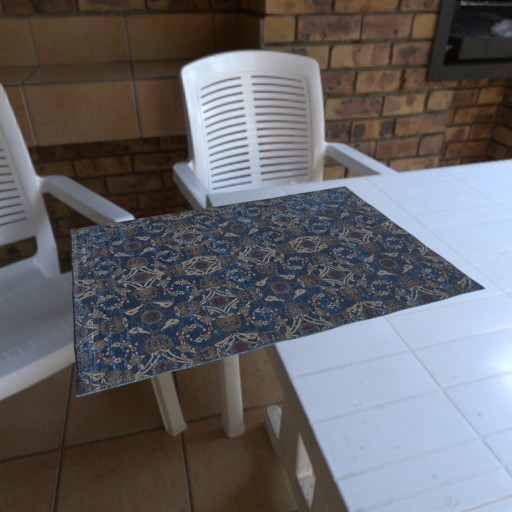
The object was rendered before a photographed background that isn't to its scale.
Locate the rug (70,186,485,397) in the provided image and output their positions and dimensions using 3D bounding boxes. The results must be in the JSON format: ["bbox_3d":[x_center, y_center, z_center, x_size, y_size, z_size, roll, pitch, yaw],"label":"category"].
[{"bbox_3d":[0.000,0.000,2.816,2.207,0.014,1.567,-11,34,-17],"label":"rug"}]
